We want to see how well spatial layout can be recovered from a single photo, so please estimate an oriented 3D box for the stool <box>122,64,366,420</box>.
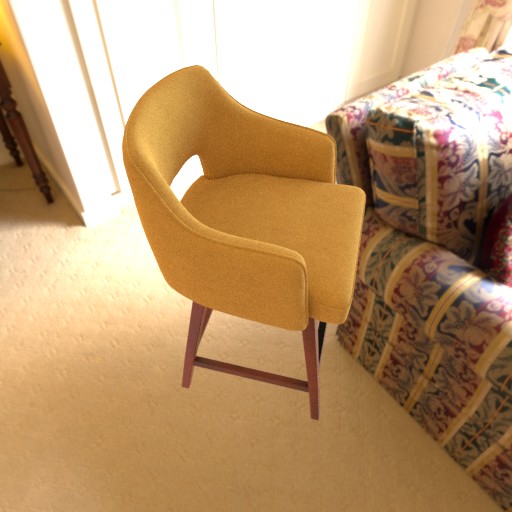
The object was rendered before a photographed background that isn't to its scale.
[{"bbox_3d":[0.000,0.000,1.289,0.558,0.924,0.548,11,47,10],"label":"stool"}]
